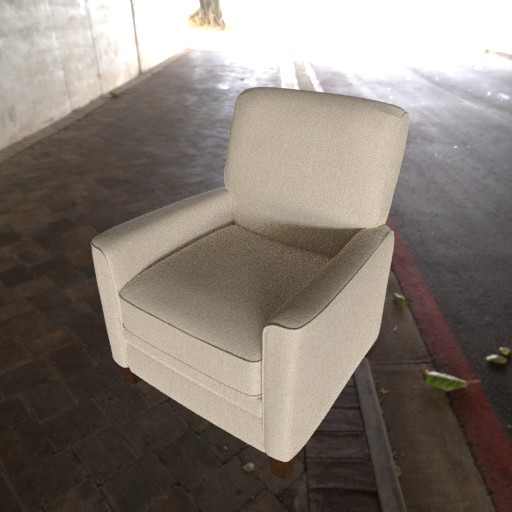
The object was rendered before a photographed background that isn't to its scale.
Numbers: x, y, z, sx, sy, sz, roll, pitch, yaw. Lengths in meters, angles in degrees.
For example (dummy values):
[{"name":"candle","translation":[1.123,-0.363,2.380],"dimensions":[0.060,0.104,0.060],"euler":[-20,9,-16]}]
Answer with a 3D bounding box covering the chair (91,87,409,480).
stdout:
[{"name":"chair","translation":[0.000,0.000,1.592],"dimensions":[0.841,1.028,0.858],"euler":[19,35,30]}]
